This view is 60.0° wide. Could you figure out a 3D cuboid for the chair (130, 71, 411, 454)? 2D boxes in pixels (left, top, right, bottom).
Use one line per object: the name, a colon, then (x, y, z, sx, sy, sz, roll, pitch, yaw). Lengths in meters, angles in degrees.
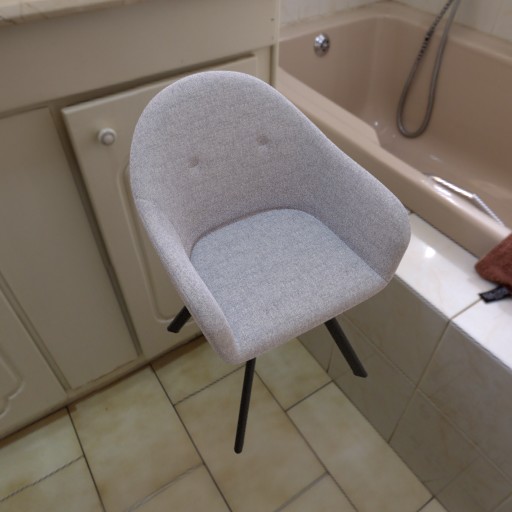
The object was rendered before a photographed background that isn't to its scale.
chair: (0.000, 0.000, 1.166, 0.540, 0.780, 0.570, -23, 49, -21)
